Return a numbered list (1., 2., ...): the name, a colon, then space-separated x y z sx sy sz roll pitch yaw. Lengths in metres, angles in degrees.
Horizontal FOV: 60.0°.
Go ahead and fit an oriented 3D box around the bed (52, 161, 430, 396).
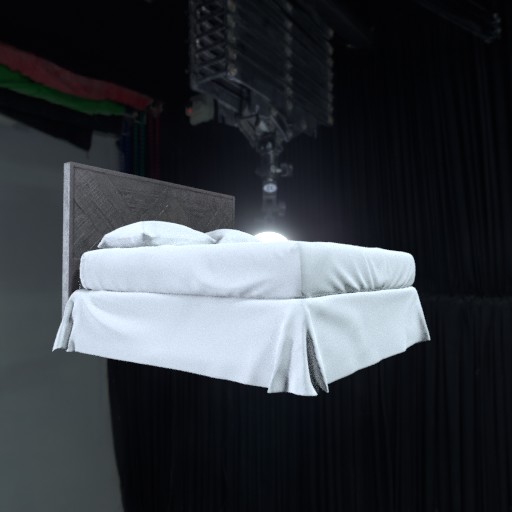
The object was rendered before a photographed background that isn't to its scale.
1. bed: 0.000 0.000 2.839 1.785 1.142 1.772 -1 -2 36
